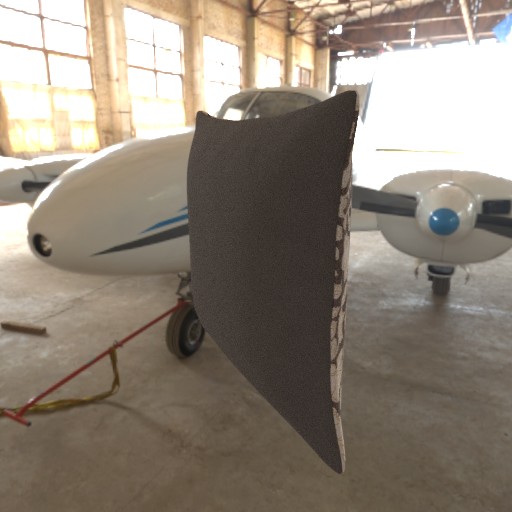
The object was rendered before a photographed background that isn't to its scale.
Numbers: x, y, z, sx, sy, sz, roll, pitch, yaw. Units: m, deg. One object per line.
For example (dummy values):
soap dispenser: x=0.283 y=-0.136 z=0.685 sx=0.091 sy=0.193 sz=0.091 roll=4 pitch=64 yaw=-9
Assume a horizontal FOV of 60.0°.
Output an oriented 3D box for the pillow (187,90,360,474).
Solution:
pillow: x=0.000 y=0.000 z=0.776 sx=0.166 sy=0.507 sz=0.526 roll=-7 pitch=17 yaw=-25
